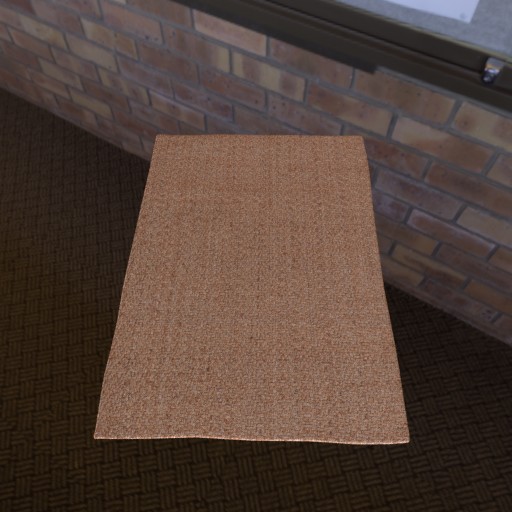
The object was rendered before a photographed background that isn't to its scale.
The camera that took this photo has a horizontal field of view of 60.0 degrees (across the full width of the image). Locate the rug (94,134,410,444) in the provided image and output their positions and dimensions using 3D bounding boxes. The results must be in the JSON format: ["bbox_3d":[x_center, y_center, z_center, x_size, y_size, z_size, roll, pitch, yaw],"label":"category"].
[{"bbox_3d":[0.000,0.000,2.717,1.566,0.013,2.141,1,57,0],"label":"rug"}]
